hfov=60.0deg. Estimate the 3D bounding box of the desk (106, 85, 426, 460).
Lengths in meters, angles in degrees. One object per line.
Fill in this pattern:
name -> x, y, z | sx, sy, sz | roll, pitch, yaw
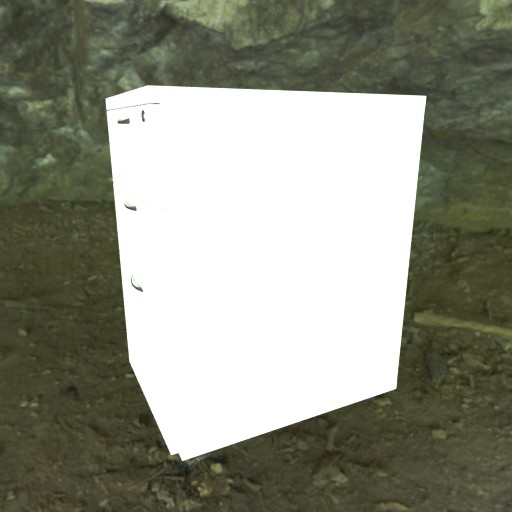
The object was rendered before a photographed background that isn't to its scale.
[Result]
desk -> 0.000, 0.000, 1.081 | 0.600, 0.730, 0.404 | -8, 18, -25
